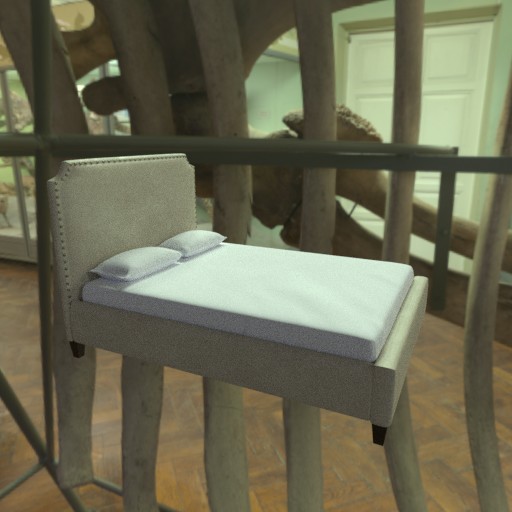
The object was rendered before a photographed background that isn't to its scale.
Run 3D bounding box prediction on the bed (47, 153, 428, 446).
[{"bbox_3d":[0.000,0.000,3.373,2.372,1.443,1.712,7,17,25],"label":"bed"}]
